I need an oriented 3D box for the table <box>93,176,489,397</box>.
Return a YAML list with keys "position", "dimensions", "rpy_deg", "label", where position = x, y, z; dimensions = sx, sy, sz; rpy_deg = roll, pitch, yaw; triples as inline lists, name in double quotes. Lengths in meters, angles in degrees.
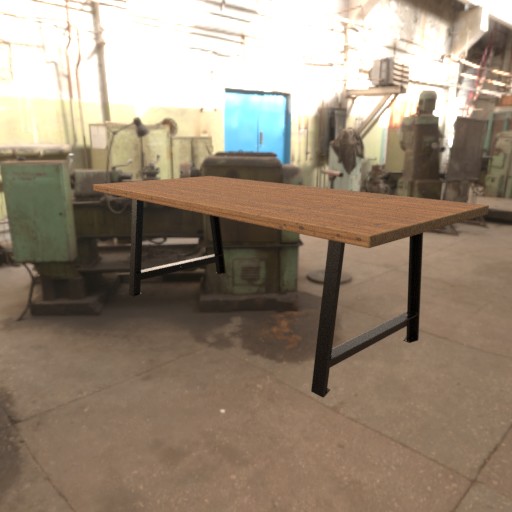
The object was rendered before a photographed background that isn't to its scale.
- position: [0.000, 0.000, 2.665]
  dimensions: [1.000, 0.757, 2.200]
  rpy_deg: [-13, 20, -41]
  label: "table"
